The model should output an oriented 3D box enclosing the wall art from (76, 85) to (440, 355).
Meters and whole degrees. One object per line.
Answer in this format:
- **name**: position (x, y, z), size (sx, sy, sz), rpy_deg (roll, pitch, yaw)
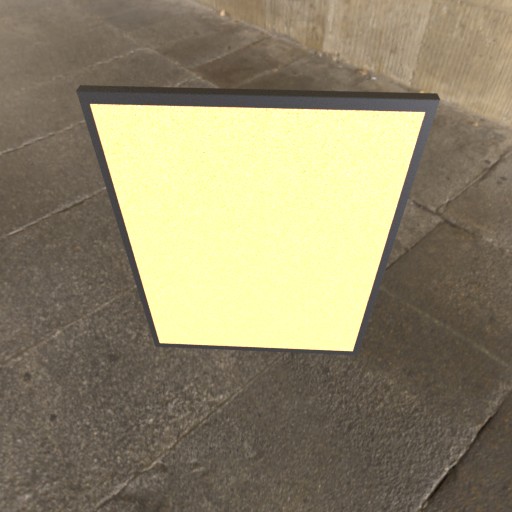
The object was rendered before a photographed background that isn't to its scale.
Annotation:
- **wall art**: position (0.000, 0.000, 1.325), size (0.774, 1.027, 0.030), rpy_deg (2, 47, 2)
